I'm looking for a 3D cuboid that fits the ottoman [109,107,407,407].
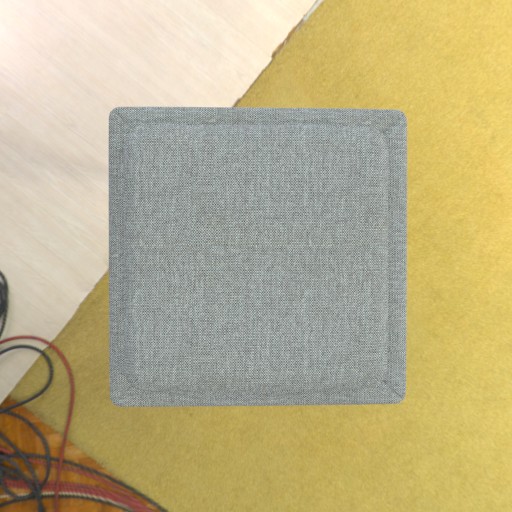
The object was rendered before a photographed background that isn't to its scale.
[{"bbox_3d":[0.000,0.000,0.832,0.450,0.460,0.450,0,91,-2],"label":"ottoman"}]
